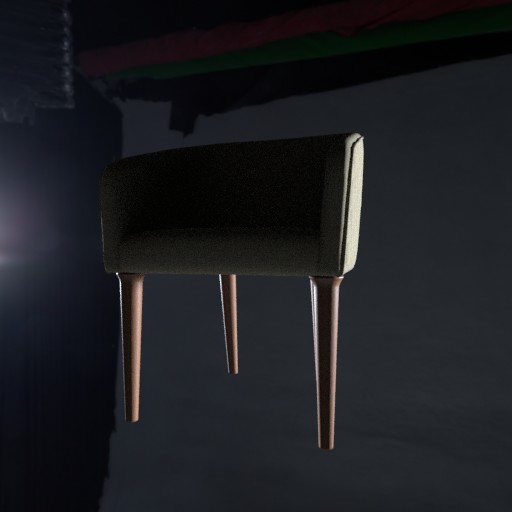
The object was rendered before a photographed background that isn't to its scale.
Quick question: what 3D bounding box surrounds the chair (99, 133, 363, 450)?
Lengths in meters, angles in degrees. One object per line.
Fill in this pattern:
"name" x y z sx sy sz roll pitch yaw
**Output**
"chair" 0.000 0.000 1.220 0.584 0.775 0.616 0 1 18
